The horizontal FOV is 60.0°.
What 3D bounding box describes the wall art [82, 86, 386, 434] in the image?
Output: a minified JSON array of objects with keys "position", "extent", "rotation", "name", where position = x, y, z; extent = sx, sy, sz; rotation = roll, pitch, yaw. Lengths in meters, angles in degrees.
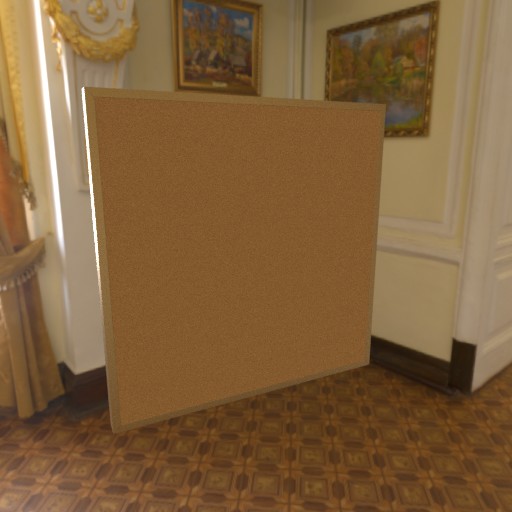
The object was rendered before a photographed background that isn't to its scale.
[{"position":[0.000,0.000,1.126],"extent":[0.762,0.762,0.038],"rotation":[-7,15,-26],"name":"wall art"}]
